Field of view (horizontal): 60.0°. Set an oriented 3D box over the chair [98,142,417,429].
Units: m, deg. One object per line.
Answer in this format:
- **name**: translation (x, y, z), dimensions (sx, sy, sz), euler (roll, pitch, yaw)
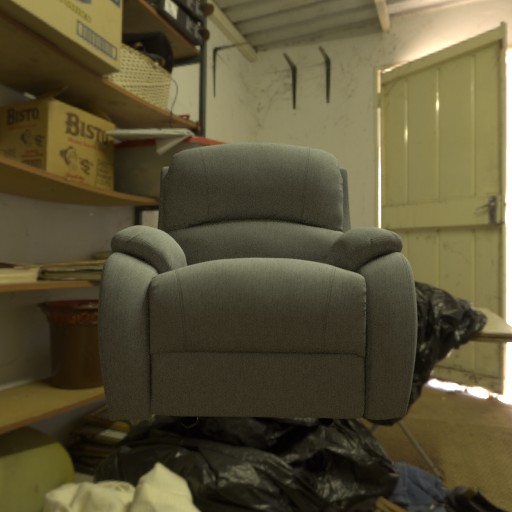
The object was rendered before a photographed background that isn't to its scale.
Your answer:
- **chair**: translation (0.000, 0.000, 1.669), dimensions (0.930, 1.011, 0.899), euler (0, 0, -1)
